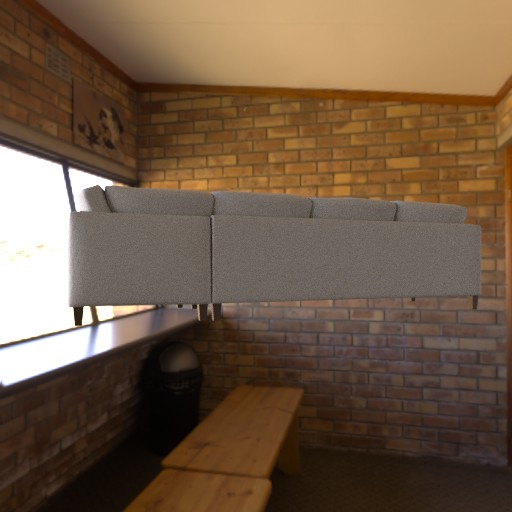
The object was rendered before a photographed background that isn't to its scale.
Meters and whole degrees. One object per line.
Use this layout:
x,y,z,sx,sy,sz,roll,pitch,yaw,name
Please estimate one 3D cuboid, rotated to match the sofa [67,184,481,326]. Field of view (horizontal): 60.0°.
0.000,0.000,4.444,3.333,0.934,2.522,0,-1,-19,sofa
